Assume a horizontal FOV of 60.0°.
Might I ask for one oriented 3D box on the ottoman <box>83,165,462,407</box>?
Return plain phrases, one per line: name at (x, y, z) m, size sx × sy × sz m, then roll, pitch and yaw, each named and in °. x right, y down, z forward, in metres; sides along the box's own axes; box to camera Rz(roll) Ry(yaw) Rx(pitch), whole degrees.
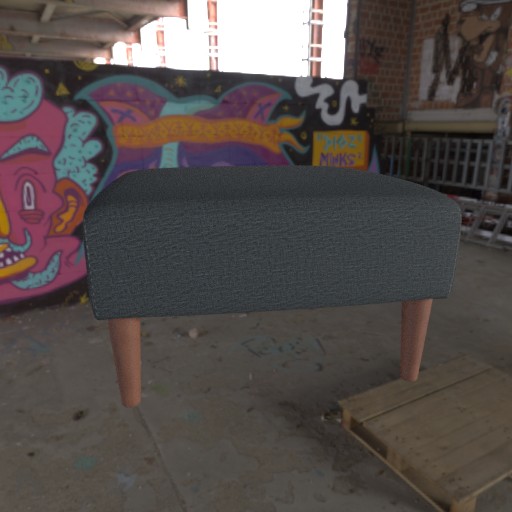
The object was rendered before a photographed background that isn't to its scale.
ottoman at (0.000, 0.000, 1.057) m, size 0.650 × 0.398 × 0.649 m, roll -3°, pitch 16°, yaw -9°
